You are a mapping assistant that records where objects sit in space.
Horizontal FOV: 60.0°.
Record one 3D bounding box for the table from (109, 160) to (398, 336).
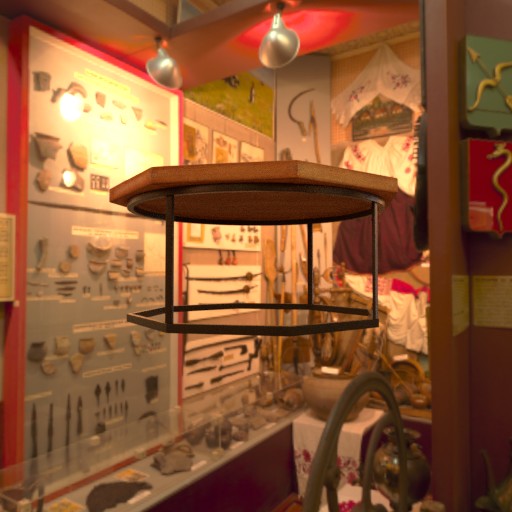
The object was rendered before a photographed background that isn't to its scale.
[{"bbox_3d":[0.000,0.000,1.576,1.002,0.444,1.002,0,-2,0],"label":"table"}]
